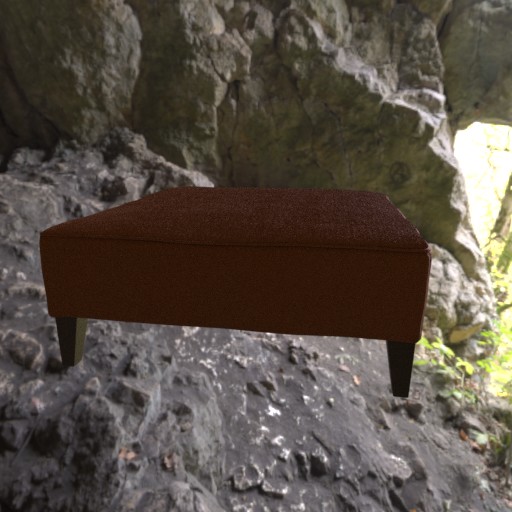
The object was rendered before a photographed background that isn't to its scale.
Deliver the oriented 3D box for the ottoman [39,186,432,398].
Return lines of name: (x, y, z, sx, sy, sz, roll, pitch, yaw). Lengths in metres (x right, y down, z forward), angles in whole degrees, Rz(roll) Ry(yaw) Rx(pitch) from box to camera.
ottoman: (0.000, 0.000, 1.575, 0.999, 0.438, 0.997, 3, 15, 10)
